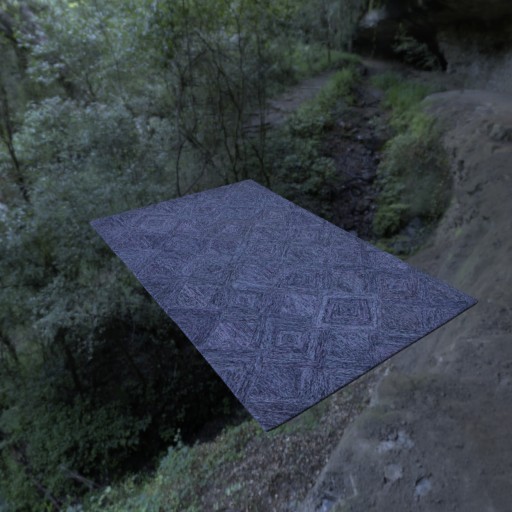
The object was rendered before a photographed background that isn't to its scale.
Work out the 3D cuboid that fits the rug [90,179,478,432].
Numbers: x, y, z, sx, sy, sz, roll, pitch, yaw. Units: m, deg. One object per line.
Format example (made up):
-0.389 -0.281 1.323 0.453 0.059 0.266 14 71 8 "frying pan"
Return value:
0.000 0.000 2.249 1.158 0.013 1.752 -20 37 -30 "rug"
